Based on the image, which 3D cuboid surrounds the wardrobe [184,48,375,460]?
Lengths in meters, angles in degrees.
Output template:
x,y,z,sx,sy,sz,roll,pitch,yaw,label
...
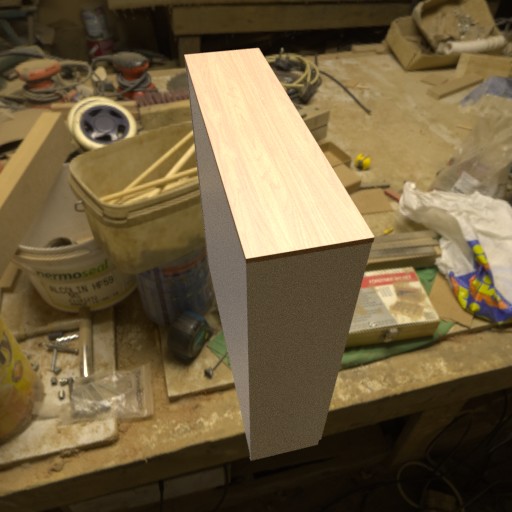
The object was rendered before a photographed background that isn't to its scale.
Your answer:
x,y,z,sx,sy,sz,roll,pitch,yaw,label
0.000,0.000,3.413,0.590,2.260,2.160,-9,46,-9,wardrobe
